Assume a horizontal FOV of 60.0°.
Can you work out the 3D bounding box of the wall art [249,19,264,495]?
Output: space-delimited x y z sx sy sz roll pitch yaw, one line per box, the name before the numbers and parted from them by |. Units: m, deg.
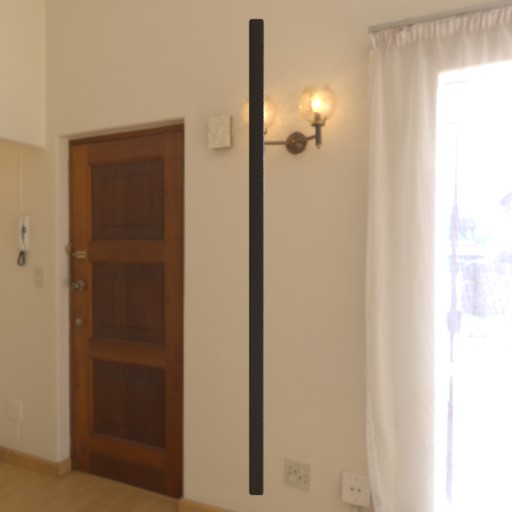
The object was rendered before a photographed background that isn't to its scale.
wall art | 0.000 0.000 0.781 0.018 0.582 0.481 0 1 0
